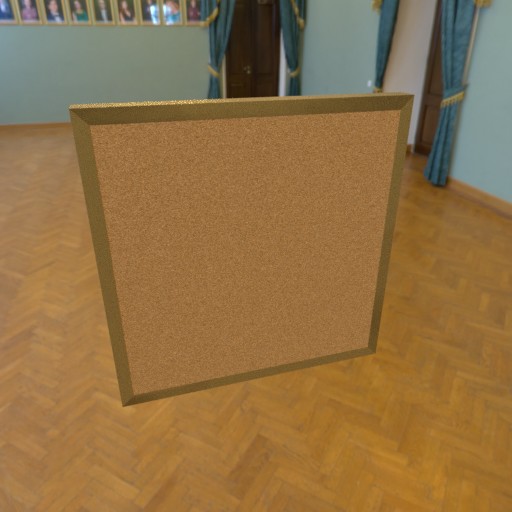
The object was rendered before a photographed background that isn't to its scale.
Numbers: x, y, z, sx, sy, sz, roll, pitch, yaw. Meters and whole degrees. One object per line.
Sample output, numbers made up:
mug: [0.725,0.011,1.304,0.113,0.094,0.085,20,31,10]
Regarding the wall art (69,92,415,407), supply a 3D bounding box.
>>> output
wall art: [0.000,0.000,0.757,0.507,0.508,0.038,-8,27,-15]
